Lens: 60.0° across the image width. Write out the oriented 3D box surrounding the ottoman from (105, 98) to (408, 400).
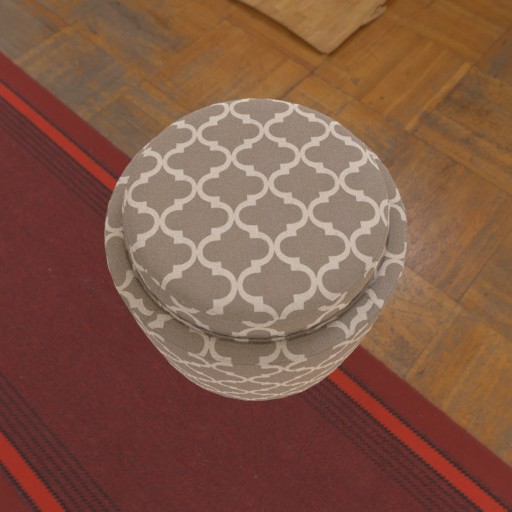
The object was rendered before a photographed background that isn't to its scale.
[{"bbox_3d":[0.000,0.000,0.822,0.480,0.429,0.480,0,64,0],"label":"ottoman"}]
